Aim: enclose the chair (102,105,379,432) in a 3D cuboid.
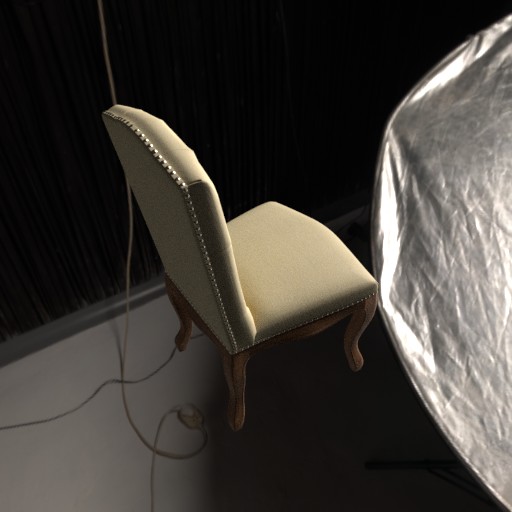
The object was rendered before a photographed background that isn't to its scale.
[{"bbox_3d":[0.000,0.000,1.547,0.715,1.165,0.623,-25,47,-25],"label":"chair"}]
